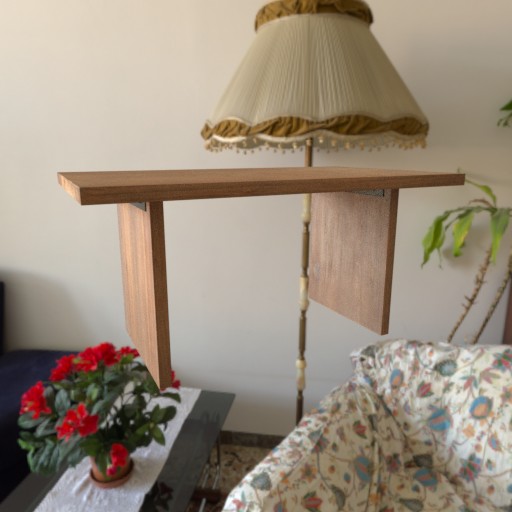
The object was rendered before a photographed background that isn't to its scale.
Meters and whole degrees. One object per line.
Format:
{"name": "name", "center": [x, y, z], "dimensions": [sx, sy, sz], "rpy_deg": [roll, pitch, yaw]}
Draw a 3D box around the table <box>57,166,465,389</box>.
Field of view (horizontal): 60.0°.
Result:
{"name": "table", "center": [0.000, 0.000, 2.113], "dimensions": [1.609, 0.780, 0.946], "rpy_deg": [-7, 15, -26]}
